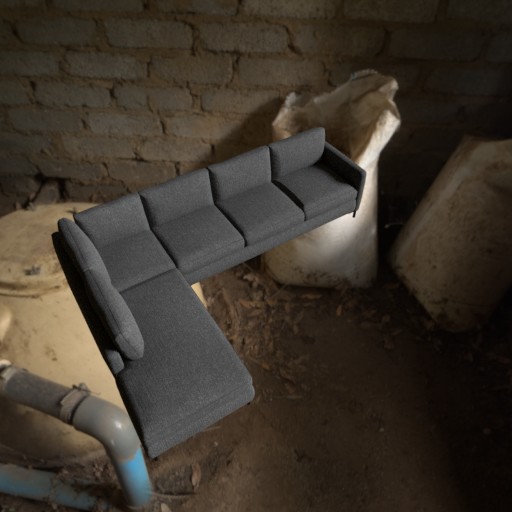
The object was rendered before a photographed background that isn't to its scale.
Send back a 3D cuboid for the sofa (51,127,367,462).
[{"bbox_3d":[0.000,0.000,3.868,2.949,0.815,2.007,-25,51,-22],"label":"sofa"}]
